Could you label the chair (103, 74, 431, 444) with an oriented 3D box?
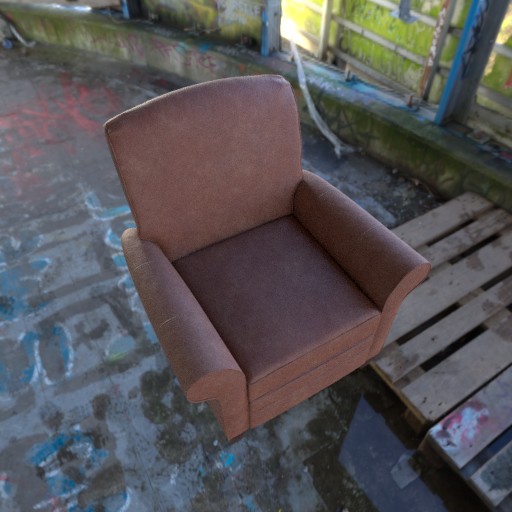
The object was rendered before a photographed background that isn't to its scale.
[{"bbox_3d":[0.000,0.000,1.752,0.978,1.061,0.902,-23,51,-20],"label":"chair"}]
